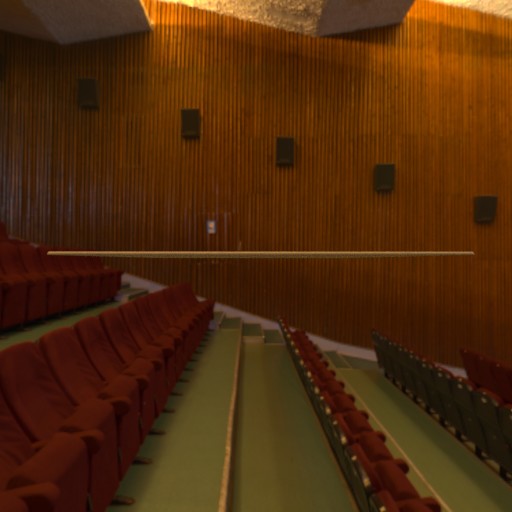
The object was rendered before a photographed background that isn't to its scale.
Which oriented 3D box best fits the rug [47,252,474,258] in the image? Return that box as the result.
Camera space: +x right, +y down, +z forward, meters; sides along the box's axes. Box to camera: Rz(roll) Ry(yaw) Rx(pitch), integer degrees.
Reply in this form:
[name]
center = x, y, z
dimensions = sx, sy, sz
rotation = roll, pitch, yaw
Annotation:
[rug]
center = 0.000, 0.000, 3.980
dimensions = 2.430, 0.018, 2.976
rotation = 0, -1, -2
